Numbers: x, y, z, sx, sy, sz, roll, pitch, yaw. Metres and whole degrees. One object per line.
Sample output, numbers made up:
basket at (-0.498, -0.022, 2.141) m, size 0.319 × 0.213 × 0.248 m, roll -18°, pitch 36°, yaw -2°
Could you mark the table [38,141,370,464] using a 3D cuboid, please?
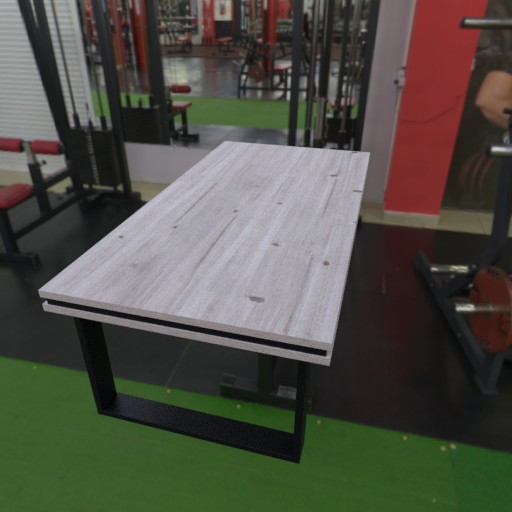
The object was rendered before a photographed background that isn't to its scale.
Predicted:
table at (0.000, 0.000, 1.652) m, size 0.700 × 0.450 × 1.350 m, roll 8°, pitch 31°, yaw 14°
